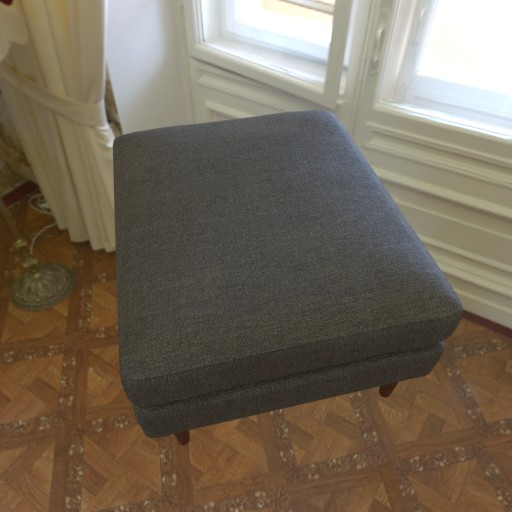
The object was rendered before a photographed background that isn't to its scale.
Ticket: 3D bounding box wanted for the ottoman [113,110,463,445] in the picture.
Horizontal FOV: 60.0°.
[{"bbox_3d":[0.000,0.000,1.223,0.693,0.474,0.821,-10,48,-9],"label":"ottoman"}]
